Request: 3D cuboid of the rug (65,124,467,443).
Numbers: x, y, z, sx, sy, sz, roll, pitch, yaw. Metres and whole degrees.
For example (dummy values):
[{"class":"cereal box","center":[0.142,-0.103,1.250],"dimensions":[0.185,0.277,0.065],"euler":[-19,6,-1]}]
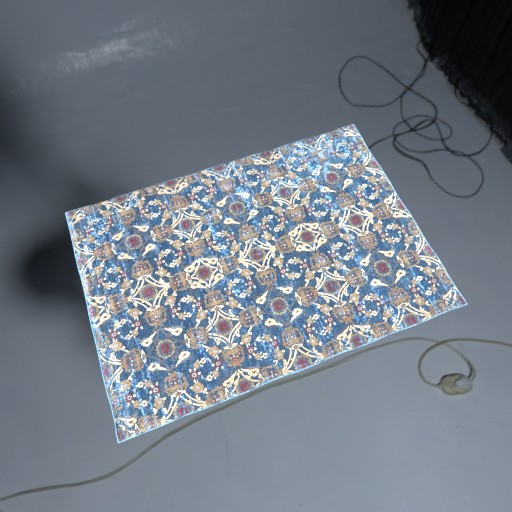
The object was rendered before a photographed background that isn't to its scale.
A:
[{"class":"rug","center":[0.000,0.000,2.895],"dimensions":[2.207,0.014,1.567],"euler":[-19,65,-9]}]
